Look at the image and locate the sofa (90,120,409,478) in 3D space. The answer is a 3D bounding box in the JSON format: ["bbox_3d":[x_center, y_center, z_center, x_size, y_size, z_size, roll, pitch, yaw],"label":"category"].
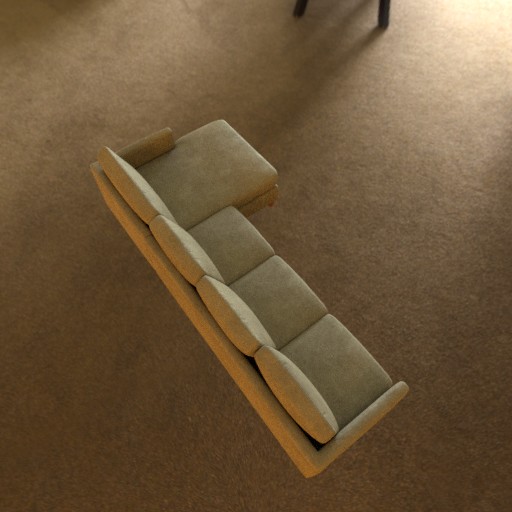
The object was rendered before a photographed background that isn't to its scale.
[{"bbox_3d":[0.000,0.000,4.136,1.604,0.950,3.471,-33,64,-18],"label":"sofa"}]
